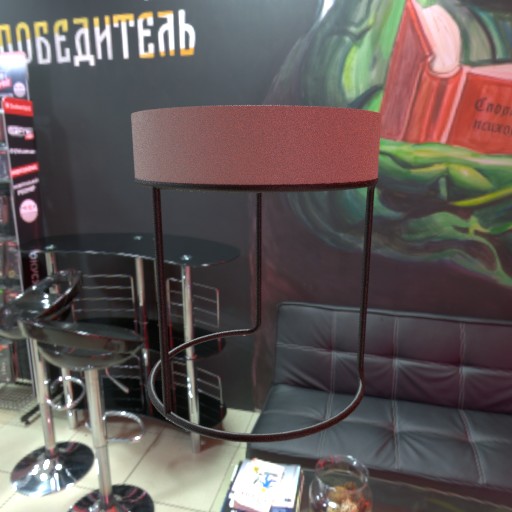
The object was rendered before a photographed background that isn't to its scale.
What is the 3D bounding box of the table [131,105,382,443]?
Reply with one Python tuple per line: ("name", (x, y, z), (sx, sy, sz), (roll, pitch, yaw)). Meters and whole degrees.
("table", (0.000, 0.000, 0.882), (0.450, 0.530, 0.450), (0, 14, 0))
